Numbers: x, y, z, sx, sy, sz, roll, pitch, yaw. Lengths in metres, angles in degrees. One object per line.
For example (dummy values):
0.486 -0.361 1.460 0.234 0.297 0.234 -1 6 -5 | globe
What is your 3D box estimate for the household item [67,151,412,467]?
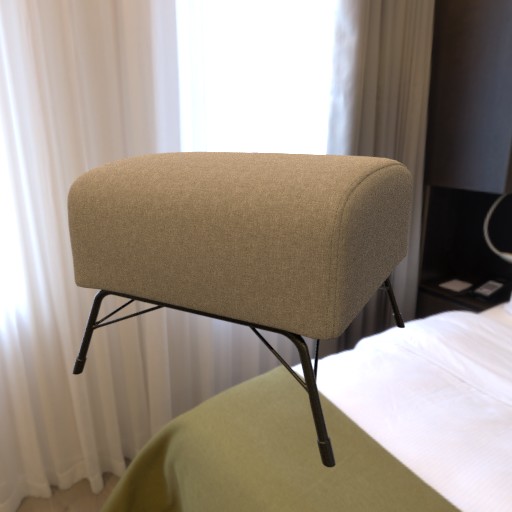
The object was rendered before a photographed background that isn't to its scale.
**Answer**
0.000 0.000 0.904 0.530 0.410 0.530 8 18 27 | household item
